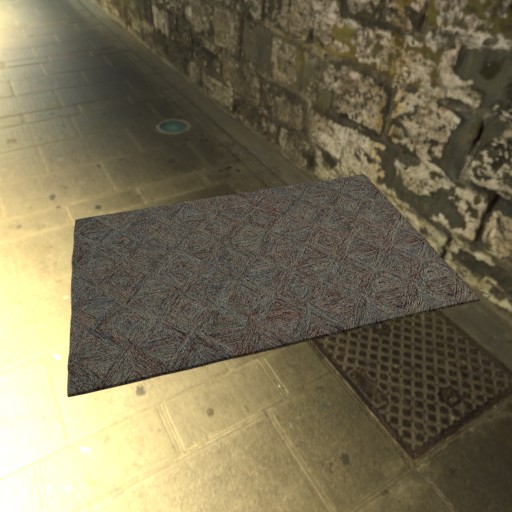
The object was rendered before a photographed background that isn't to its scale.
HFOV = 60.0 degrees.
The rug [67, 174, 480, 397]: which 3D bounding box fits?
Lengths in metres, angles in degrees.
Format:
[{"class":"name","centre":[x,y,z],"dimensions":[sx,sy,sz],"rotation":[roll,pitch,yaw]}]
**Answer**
[{"class":"rug","centre":[0.000,0.000,2.203],"dimensions":[1.761,0.014,1.143],"rotation":[-11,42,-12]}]
